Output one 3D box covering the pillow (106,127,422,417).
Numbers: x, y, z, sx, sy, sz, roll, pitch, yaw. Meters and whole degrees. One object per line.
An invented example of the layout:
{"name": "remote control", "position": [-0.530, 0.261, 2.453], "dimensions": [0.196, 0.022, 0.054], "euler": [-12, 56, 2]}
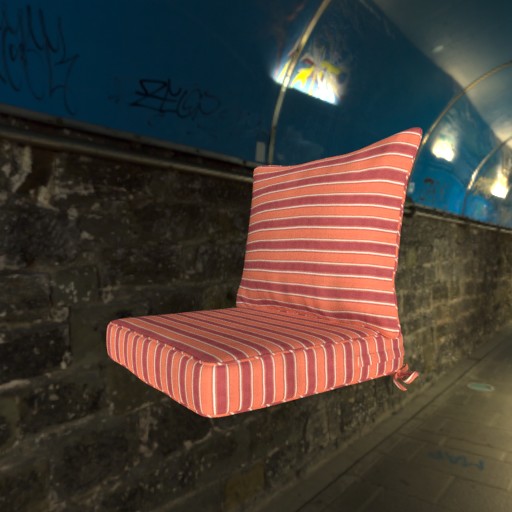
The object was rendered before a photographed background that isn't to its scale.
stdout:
{"name": "pillow", "position": [0.000, 0.000, 1.374], "dimensions": [0.733, 0.723, 0.799], "euler": [-1, 1, -36]}
